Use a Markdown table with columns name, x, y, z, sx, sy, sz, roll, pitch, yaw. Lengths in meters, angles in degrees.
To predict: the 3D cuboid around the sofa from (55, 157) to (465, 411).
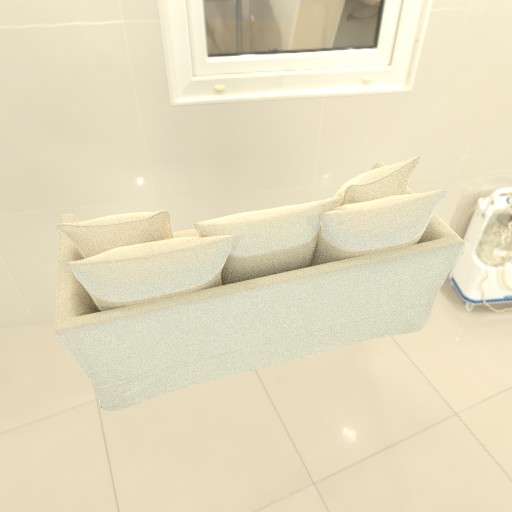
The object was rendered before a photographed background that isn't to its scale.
| name | x | y | z | sx | sy | sz | roll | pitch | yaw |
| --- | --- | --- | --- | --- | --- | --- | --- | --- | --- |
| sofa | 0.000 | 0.000 | 2.833 | 2.290 | 1.034 | 1.031 | -11 | 43 | -13 |
